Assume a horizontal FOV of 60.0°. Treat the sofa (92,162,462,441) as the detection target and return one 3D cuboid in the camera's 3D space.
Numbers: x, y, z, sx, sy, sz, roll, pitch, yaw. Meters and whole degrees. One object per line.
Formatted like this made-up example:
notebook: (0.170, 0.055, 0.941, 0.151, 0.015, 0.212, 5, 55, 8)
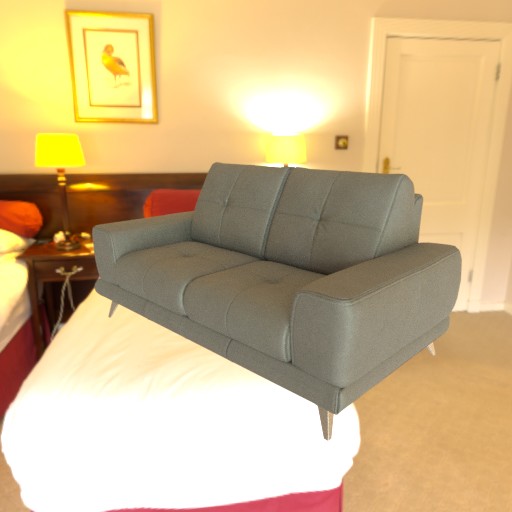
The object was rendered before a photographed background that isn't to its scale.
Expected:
sofa: (0.000, 0.000, 2.359, 1.806, 0.907, 1.018, 14, 21, 42)
